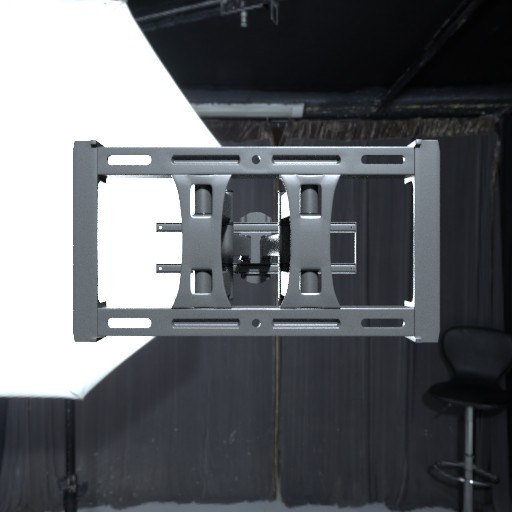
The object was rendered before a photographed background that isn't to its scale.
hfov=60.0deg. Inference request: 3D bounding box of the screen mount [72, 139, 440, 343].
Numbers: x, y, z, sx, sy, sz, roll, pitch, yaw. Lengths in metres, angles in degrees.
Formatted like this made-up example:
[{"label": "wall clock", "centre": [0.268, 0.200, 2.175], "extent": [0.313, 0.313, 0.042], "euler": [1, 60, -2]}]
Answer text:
[{"label": "screen mount", "centre": [0.000, 0.000, 1.111], "extent": [0.661, 0.491, 0.644], "euler": [0, 0, 0]}]
